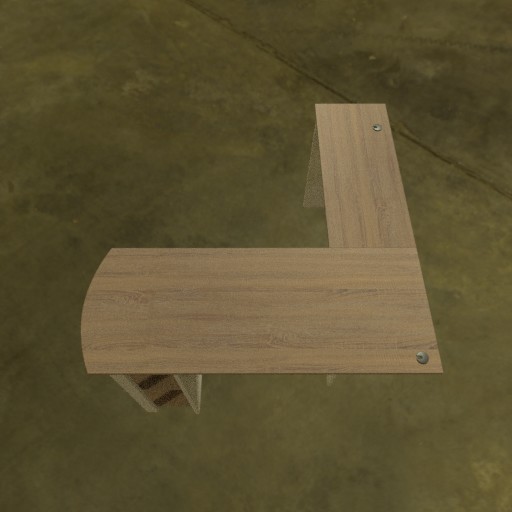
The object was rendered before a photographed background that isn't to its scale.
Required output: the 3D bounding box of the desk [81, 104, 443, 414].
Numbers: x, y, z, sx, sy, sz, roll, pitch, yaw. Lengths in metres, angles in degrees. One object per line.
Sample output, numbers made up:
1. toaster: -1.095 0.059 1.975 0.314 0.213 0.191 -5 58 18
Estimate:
1. desk: 0.000 0.000 2.191 1.303 0.716 1.361 0 60 0
